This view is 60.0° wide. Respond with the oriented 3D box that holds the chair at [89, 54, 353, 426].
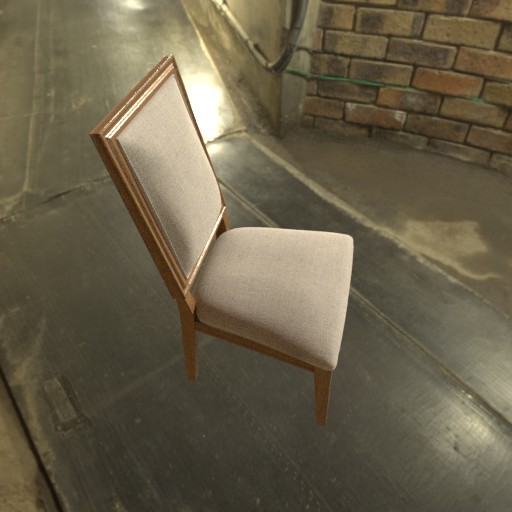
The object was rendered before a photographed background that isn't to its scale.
[{"bbox_3d":[0.000,0.000,1.344,0.601,0.988,0.536,10,47,10],"label":"chair"}]
